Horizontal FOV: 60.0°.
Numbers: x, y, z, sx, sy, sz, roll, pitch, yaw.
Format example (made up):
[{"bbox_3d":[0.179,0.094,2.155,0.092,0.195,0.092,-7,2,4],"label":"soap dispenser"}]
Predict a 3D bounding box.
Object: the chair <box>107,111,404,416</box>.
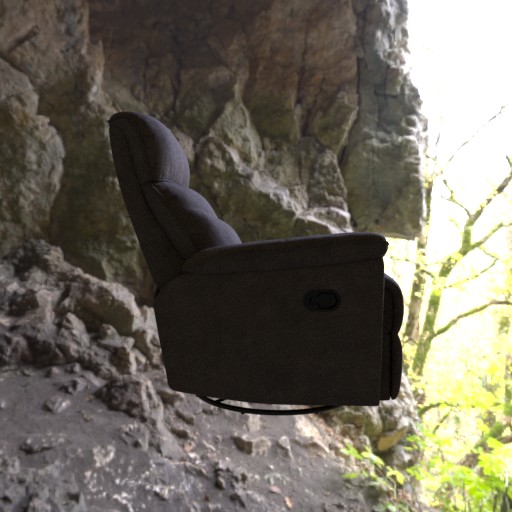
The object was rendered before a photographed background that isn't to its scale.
[{"bbox_3d":[0.000,0.000,1.754,1.009,1.036,0.830,0,1,0],"label":"chair"}]
